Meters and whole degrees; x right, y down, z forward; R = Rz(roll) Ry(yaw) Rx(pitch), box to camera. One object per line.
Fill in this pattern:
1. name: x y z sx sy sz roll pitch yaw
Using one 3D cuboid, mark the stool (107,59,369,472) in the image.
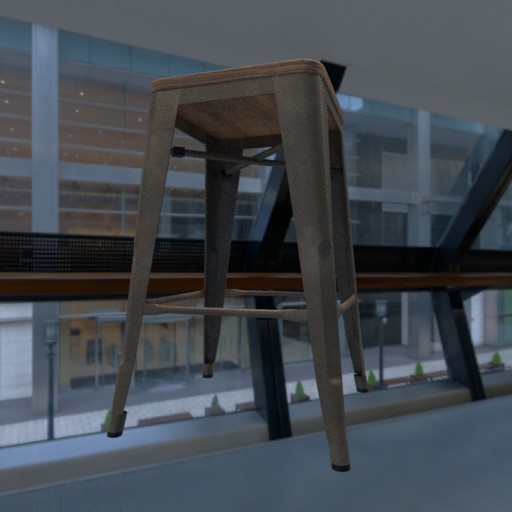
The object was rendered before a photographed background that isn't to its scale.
1. stool: 0.000 0.000 0.875 0.407 0.607 0.407 0 0 18
